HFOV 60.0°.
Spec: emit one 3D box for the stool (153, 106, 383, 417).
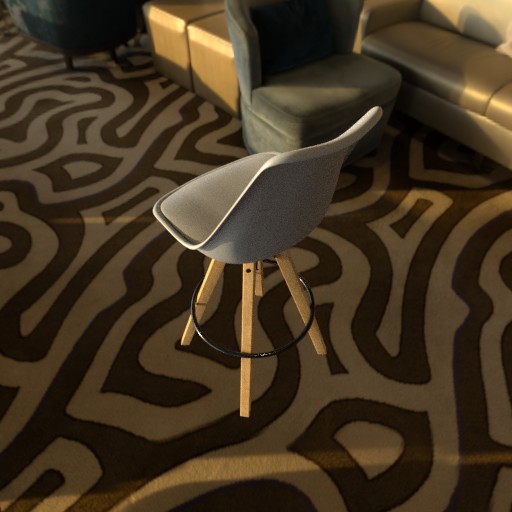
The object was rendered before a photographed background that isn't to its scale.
[{"bbox_3d":[0.000,0.000,1.393,0.485,1.115,0.550,-31,54,-26],"label":"stool"}]
